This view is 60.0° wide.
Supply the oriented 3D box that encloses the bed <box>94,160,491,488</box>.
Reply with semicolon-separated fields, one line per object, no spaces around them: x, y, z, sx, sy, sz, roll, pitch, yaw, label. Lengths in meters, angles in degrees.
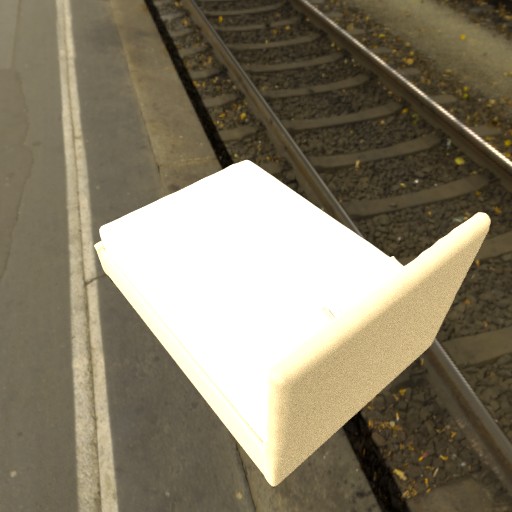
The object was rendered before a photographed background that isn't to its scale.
0.000;0.000;3.361;1.698;1.427;2.387;-31;53;-26;bed
